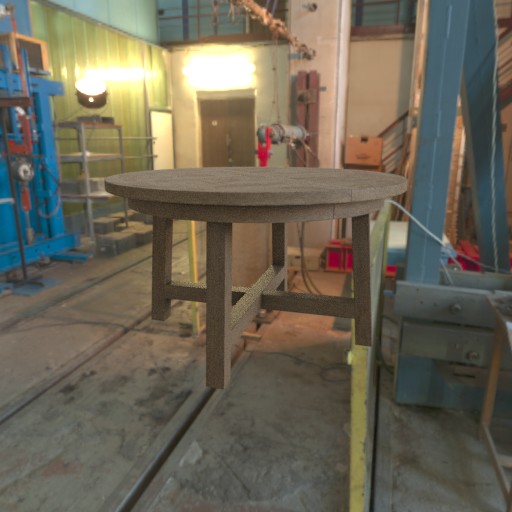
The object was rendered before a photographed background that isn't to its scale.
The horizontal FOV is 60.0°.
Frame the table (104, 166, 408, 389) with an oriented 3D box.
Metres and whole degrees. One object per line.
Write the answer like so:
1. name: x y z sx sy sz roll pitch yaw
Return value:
1. table: 0.000 0.000 2.126 1.319 0.762 1.319 0 15 0
